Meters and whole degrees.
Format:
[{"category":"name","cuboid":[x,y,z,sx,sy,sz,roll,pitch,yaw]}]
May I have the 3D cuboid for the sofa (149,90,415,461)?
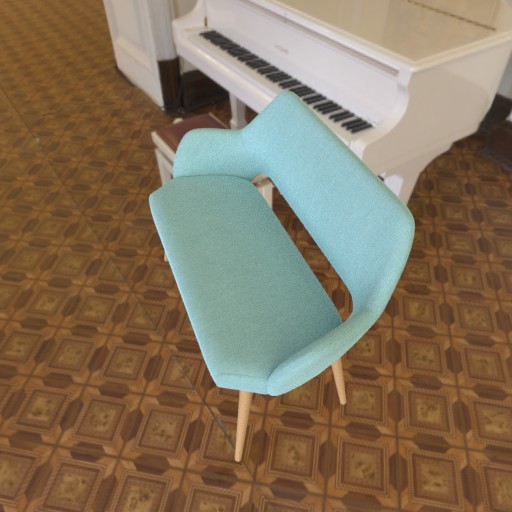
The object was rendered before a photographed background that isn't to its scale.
[{"category":"sofa","cuboid":[0.000,0.000,1.633,0.610,0.840,1.150,-16,48,-15]}]
